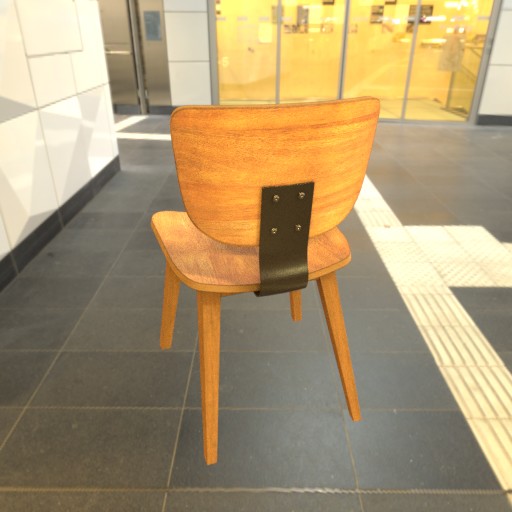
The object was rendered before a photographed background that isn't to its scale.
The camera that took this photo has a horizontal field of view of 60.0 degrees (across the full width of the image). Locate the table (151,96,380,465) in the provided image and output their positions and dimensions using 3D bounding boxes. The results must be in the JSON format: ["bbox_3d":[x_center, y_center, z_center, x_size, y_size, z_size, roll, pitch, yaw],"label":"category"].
[{"bbox_3d":[0.000,0.000,1.141,0.499,0.805,0.500,-9,29,-17],"label":"table"}]
